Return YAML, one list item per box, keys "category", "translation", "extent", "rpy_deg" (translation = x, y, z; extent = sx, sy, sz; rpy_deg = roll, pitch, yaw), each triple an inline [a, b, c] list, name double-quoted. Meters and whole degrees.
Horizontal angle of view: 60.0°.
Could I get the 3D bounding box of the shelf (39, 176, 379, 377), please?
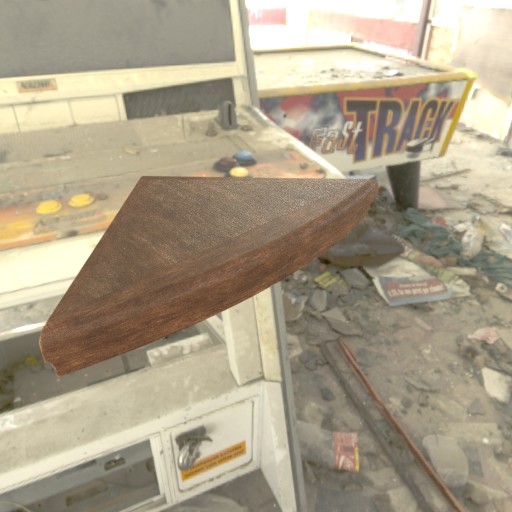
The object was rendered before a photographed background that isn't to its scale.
- category: "shelf"
  translation: [0.000, 0.000, 0.458]
  extent: [0.310, 0.050, 0.310]
  rpy_deg: [1, 32, 1]
